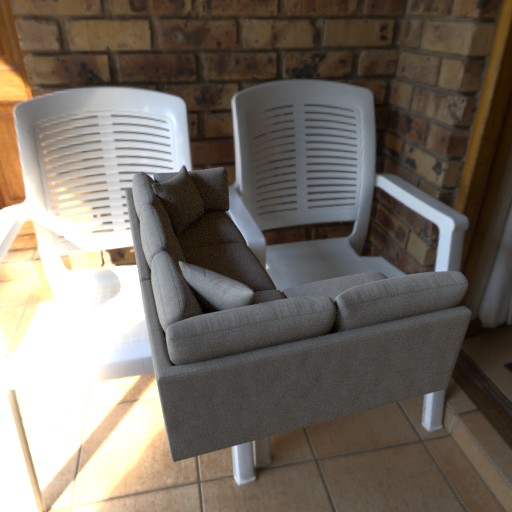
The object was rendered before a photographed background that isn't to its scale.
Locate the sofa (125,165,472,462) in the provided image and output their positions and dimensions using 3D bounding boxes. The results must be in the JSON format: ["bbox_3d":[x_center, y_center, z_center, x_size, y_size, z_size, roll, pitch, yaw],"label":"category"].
[{"bbox_3d":[0.000,0.000,3.832,1.994,0.978,2.896,-9,30,-15],"label":"sofa"}]
